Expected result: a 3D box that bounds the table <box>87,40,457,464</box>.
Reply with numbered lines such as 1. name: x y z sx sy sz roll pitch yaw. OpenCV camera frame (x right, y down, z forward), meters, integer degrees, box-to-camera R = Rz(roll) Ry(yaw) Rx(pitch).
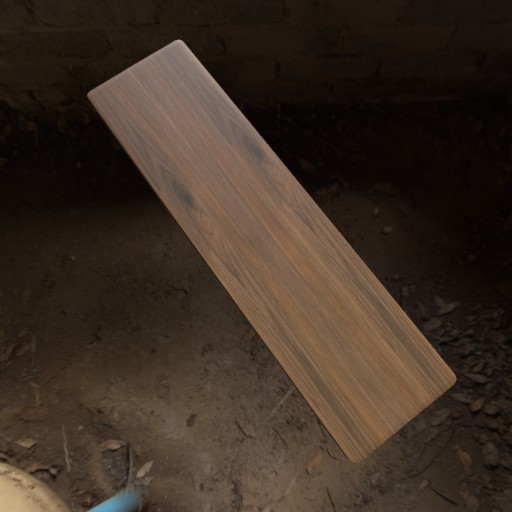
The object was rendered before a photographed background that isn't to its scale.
1. table: 0.000 0.000 1.910 0.425 0.834 1.570 -35 78 -9
